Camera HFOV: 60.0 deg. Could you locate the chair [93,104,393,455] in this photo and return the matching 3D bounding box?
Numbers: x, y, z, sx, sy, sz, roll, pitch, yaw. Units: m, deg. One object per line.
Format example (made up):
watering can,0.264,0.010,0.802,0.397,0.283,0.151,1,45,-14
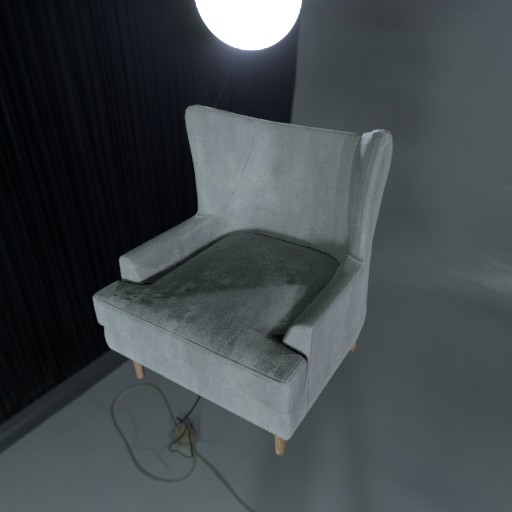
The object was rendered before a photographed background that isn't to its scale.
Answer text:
chair,0.000,0.000,1.629,0.784,0.950,0.906,17,34,28
